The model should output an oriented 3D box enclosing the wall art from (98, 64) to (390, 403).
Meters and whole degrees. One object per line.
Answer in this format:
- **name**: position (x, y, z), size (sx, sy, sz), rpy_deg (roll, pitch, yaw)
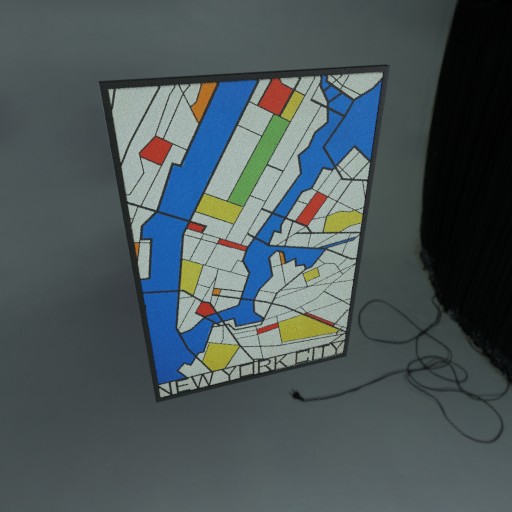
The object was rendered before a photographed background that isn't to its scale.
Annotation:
- **wall art**: position (0.000, 0.000, 0.847), size (0.457, 0.657, 0.013), rpy_deg (-10, 34, -15)
